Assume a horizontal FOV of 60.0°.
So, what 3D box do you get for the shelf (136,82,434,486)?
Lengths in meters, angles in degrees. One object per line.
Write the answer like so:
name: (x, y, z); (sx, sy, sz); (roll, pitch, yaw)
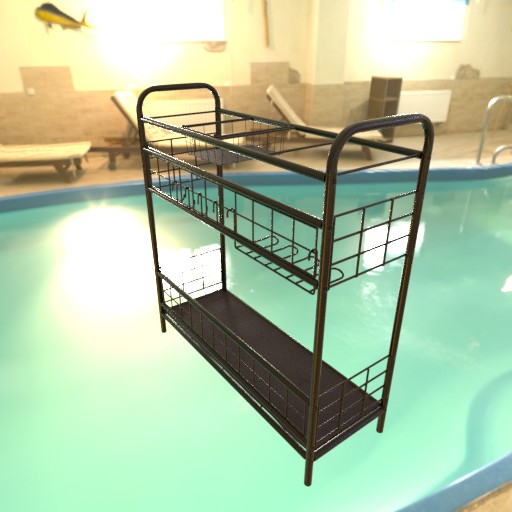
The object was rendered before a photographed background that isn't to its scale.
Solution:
shelf: (0.000, 0.000, 1.499); (0.350, 1.026, 0.961); (-18, 32, -33)
